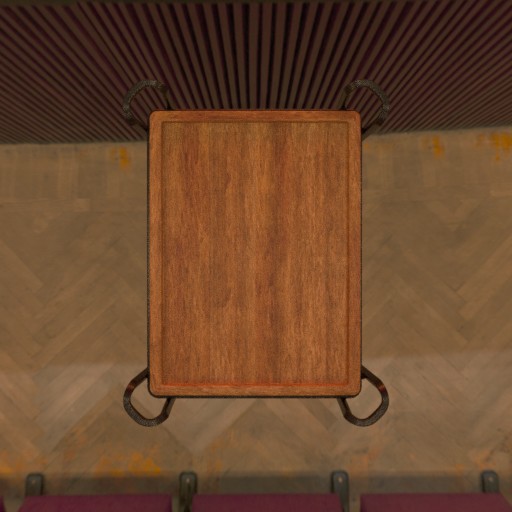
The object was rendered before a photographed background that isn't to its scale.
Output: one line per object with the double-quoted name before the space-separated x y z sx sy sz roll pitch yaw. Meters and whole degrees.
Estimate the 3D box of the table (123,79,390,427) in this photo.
"table" 0.000 0.000 1.226 0.505 0.785 0.672 0 90 0
